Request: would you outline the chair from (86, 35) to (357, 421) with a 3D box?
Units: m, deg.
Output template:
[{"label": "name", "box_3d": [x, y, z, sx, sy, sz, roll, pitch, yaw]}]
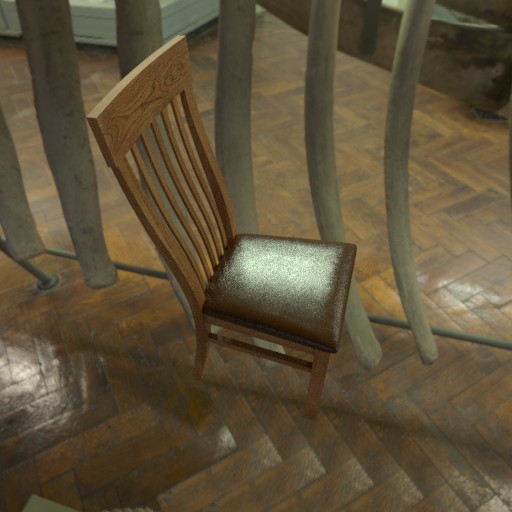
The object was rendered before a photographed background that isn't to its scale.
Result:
[{"label": "chair", "box_3d": [0.000, 0.000, 1.325, 0.580, 1.050, 0.450, 12, 47, 11]}]
